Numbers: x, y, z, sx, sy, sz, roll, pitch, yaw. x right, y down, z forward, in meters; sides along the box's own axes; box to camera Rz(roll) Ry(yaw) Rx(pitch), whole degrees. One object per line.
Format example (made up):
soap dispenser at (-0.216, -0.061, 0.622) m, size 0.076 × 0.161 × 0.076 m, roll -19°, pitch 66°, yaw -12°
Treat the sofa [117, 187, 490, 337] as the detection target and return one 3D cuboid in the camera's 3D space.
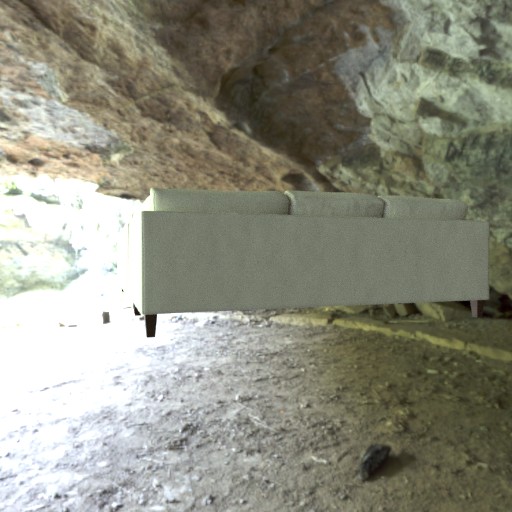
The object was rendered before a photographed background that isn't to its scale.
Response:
sofa at (0.000, 0.000, 4.239) m, size 2.432 × 0.863 × 3.182 m, roll 0°, pitch 0°, yaw -19°
